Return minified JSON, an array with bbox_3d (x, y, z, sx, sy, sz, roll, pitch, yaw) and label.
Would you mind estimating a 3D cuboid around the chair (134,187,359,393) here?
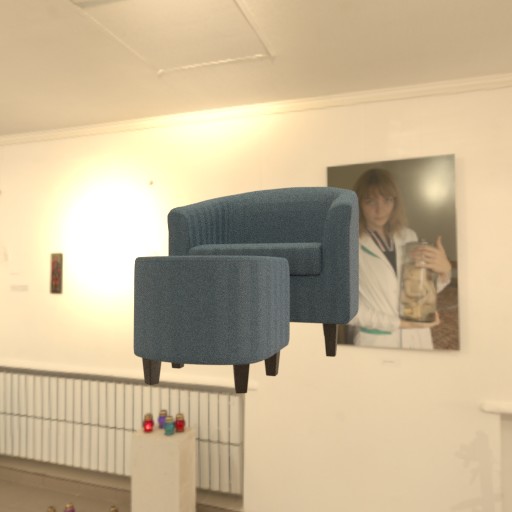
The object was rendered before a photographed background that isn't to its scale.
[{"bbox_3d":[0.000,0.000,1.752,0.756,0.757,1.288,0,-1,18],"label":"chair"}]
